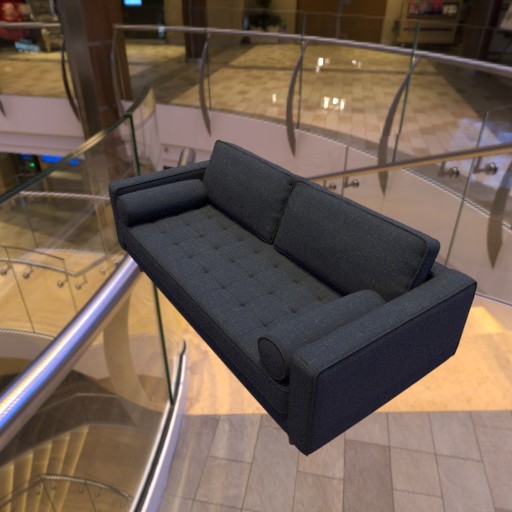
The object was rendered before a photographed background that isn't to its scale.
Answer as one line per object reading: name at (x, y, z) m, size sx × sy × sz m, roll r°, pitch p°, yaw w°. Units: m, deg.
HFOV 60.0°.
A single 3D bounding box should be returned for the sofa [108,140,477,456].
sofa at (0.000, 0.000, 2.321) m, size 0.914 × 0.762 × 1.880 m, roll -20°, pitch 37°, yaw -29°
